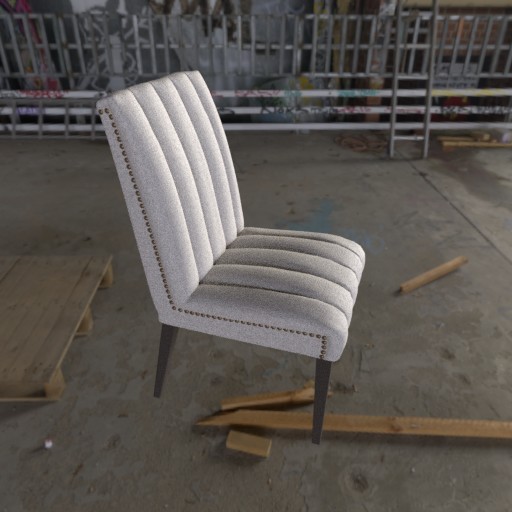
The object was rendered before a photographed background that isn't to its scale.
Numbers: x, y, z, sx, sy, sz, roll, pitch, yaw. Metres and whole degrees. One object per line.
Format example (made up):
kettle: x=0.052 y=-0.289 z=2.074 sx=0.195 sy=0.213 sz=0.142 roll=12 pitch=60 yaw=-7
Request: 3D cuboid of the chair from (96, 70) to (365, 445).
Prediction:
chair: x=0.000 y=0.000 z=1.391 sx=0.647 sy=1.016 sz=0.511 roll=10 pitch=32 yaw=16
